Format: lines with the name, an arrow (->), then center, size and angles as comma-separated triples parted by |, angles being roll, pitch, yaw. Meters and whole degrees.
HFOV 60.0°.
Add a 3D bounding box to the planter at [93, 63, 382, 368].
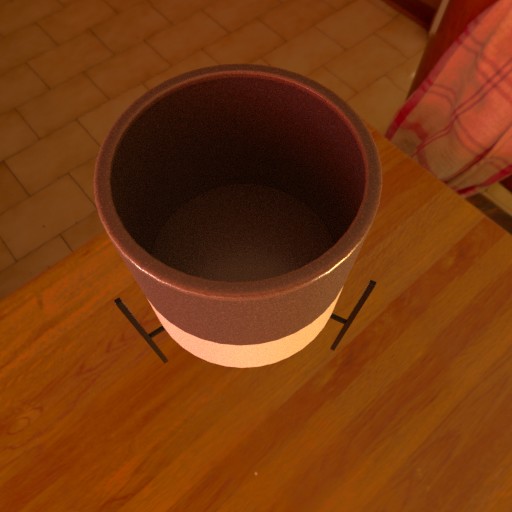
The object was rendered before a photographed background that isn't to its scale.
planter -> 0.000, 0.000, 0.516 | 0.260, 0.353, 0.250 | 17, 65, 8
